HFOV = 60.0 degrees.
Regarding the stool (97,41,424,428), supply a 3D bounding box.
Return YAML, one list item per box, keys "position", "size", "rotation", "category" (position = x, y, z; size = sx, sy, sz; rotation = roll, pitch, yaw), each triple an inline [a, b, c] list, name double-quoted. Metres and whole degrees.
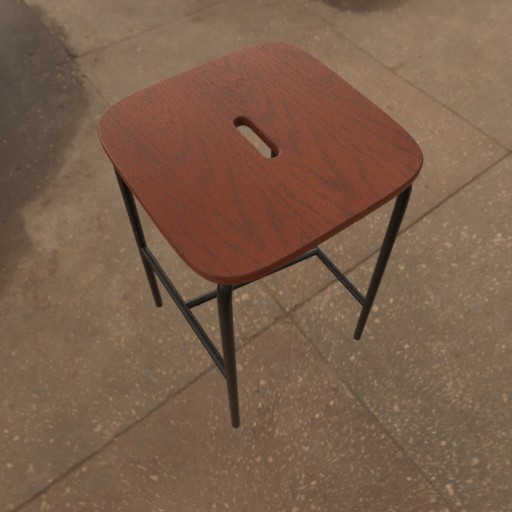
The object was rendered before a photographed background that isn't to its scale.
- position: [0.000, 0.000, 0.858]
  size: [0.376, 0.610, 0.376]
  rotation: [-31, 63, -18]
  category: "stool"
